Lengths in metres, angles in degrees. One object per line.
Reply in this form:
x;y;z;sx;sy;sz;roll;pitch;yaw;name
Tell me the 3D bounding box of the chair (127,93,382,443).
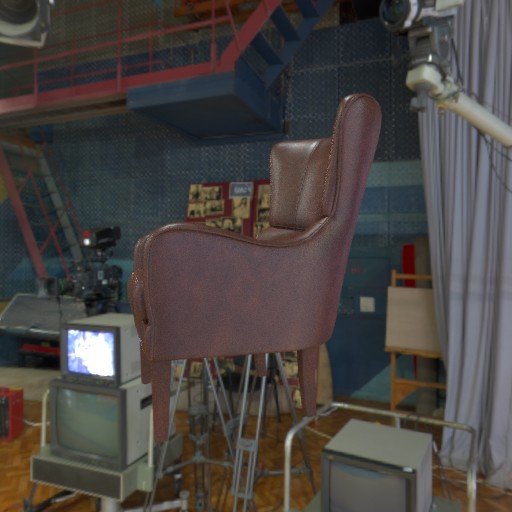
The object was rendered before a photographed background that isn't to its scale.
0.000;0.000;1.653;0.914;1.048;0.692;0;0;-18;chair
